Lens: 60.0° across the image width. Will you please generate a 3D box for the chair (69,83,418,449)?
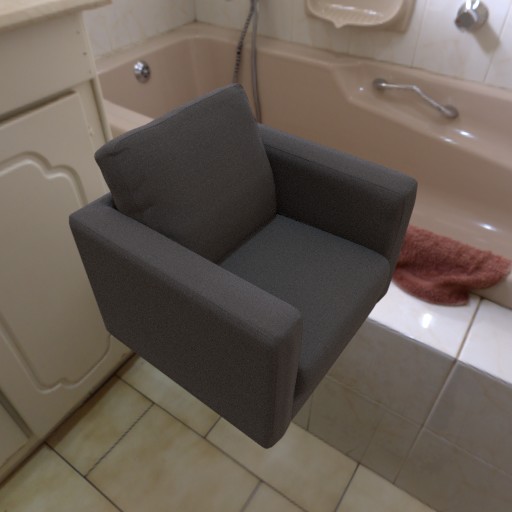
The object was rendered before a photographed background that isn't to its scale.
[{"bbox_3d":[0.000,0.000,1.545,0.800,0.927,0.854,27,49,26],"label":"chair"}]
